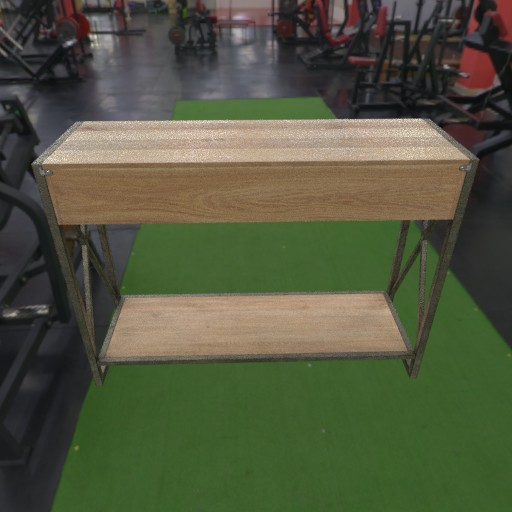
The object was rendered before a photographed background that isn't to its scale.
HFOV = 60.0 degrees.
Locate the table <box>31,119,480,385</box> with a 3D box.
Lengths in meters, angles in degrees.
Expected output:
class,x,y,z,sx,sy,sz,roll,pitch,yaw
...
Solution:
class,x,y,z,sx,sy,sz,roll,pitch,yaw
table,0.000,0.000,1.402,1.059,0.763,0.361,-1,33,-1
